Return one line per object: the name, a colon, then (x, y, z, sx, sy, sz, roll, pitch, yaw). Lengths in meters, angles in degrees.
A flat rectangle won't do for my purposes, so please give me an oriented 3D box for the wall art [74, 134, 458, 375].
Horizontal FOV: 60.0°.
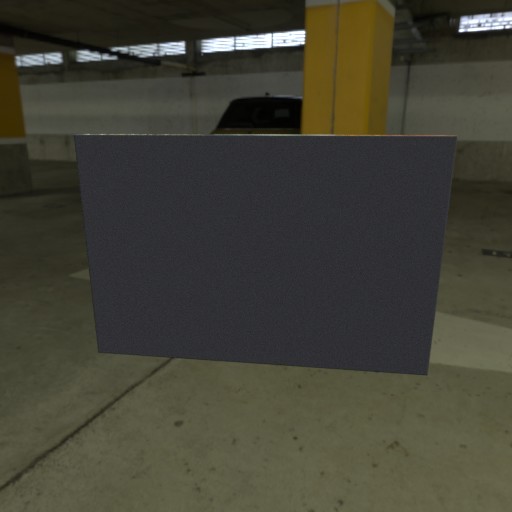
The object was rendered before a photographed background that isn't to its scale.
wall art: (0.000, 0.000, 1.145, 0.908, 0.604, 0.037, 2, 17, 7)
